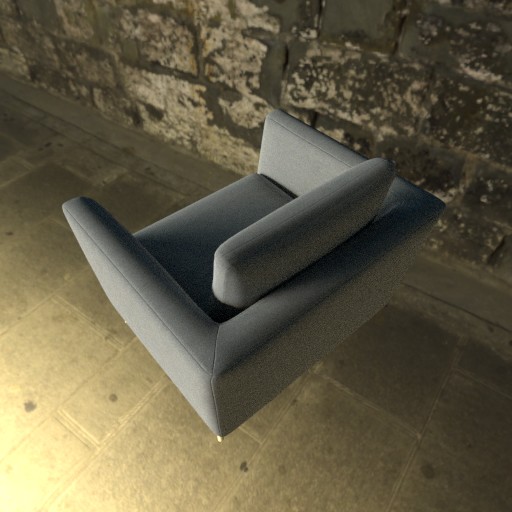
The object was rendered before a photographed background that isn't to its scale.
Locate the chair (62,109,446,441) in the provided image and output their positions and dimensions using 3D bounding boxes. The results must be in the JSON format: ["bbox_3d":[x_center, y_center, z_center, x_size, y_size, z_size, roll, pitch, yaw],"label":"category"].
[{"bbox_3d":[0.000,0.000,1.708,1.041,0.864,0.889,-32,54,-26],"label":"chair"}]
